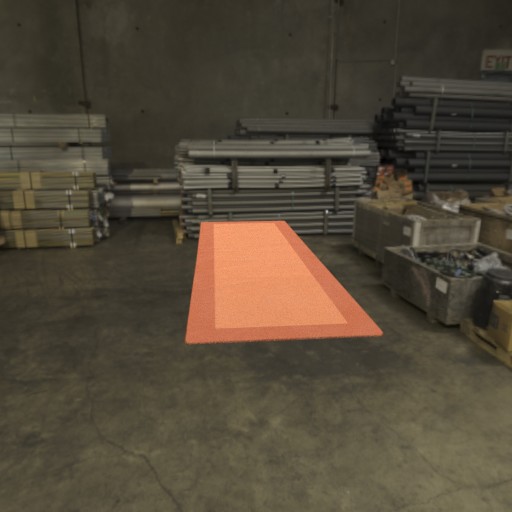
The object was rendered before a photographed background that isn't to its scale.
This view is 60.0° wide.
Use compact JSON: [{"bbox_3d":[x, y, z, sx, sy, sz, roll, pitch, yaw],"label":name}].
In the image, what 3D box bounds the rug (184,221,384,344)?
[{"bbox_3d":[0.000,0.000,2.820,0.914,0.013,2.471,-2,15,-9],"label":"rug"}]
